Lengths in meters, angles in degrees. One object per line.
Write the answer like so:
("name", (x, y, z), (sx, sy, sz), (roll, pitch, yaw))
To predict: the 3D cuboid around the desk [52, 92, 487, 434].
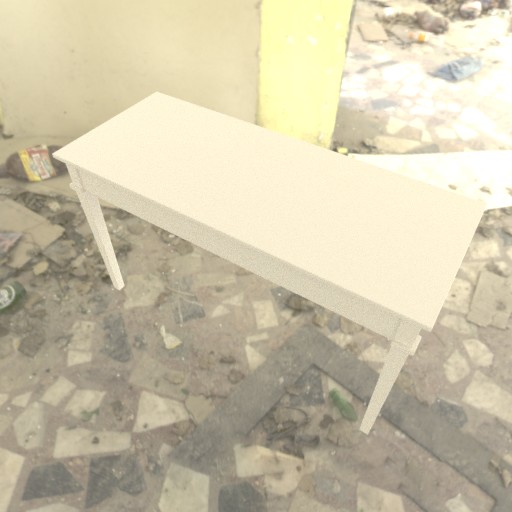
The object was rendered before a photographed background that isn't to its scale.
("desk", (0.000, 0.000, 1.769), (1.372, 0.774, 0.559), (25, 52, 22))
